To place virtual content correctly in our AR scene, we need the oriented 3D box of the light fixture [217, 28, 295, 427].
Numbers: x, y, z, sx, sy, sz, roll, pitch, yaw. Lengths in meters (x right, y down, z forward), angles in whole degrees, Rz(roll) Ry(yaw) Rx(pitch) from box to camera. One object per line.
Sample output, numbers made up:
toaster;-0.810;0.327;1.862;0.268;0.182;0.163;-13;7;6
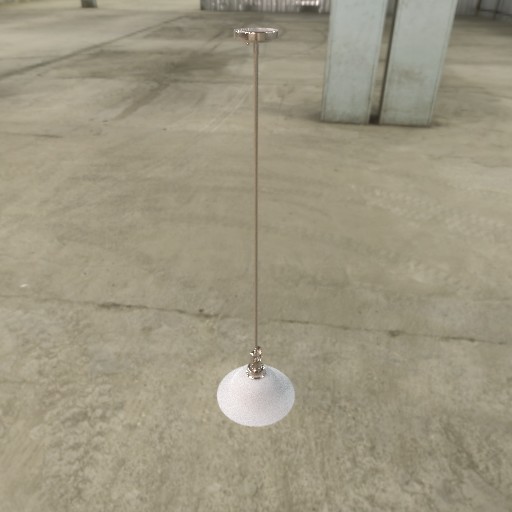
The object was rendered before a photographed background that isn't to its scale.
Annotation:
light fixture;0.000;0.000;1.485;0.324;1.354;0.324;21;38;30
